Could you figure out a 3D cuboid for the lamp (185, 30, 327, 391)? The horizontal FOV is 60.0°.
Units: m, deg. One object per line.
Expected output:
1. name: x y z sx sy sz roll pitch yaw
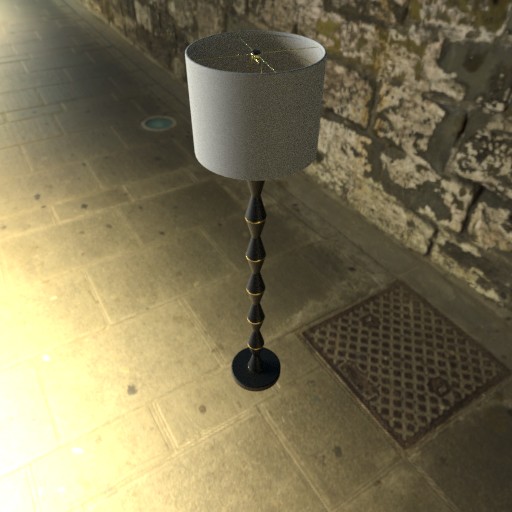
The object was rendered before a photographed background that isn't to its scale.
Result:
1. lamp: 0.000 0.000 1.683 0.381 1.480 0.381 -12 43 -14
